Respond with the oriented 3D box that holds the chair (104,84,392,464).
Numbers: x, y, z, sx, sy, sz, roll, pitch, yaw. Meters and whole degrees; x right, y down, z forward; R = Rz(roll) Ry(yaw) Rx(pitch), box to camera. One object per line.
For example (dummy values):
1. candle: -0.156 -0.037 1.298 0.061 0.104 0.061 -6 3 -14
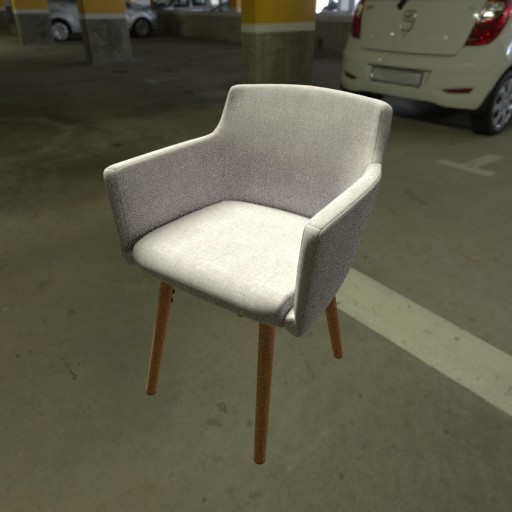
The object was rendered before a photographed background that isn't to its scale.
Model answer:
1. chair: 0.000 0.000 1.161 0.570 0.780 0.540 19 35 29
